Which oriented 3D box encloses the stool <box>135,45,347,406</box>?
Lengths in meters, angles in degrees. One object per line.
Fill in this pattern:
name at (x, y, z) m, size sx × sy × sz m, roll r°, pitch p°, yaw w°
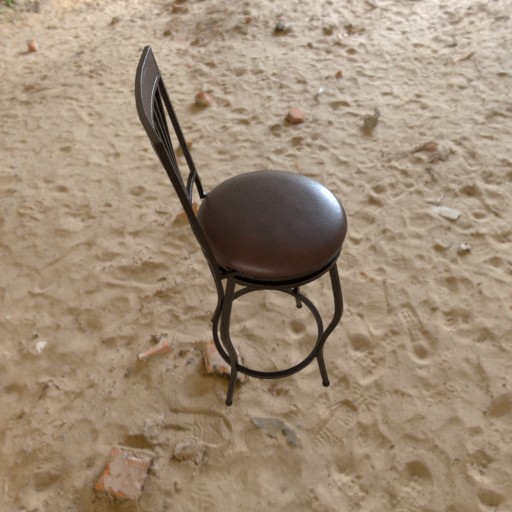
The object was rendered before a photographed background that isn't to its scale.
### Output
stool at (0.000, 0.000, 1.352) m, size 0.514 × 1.117 × 0.433 m, roll -9°, pitch 47°, yaw -8°
